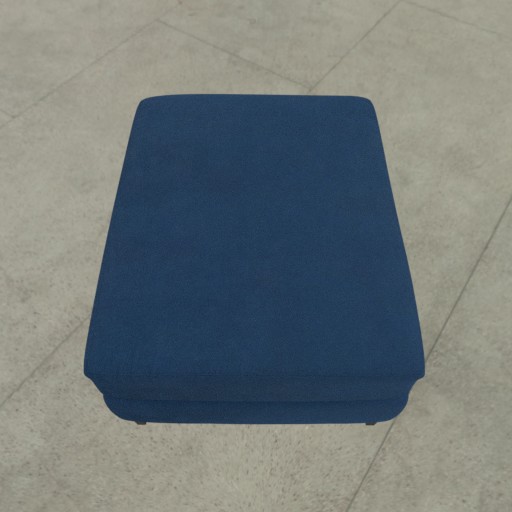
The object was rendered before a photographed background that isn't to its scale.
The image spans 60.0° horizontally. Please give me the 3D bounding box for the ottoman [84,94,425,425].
[{"bbox_3d":[0.000,0.000,1.141,0.655,0.485,0.794,0,59,0],"label":"ottoman"}]
